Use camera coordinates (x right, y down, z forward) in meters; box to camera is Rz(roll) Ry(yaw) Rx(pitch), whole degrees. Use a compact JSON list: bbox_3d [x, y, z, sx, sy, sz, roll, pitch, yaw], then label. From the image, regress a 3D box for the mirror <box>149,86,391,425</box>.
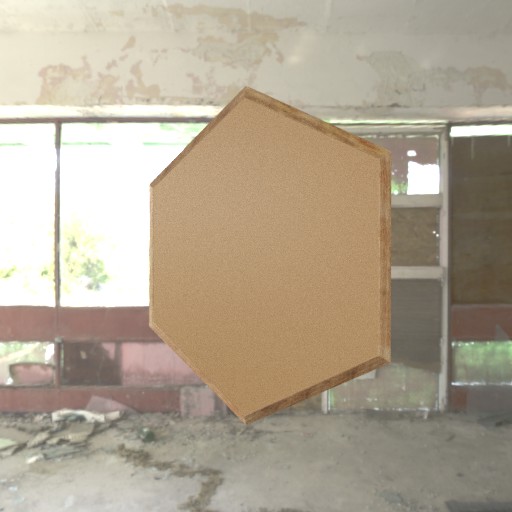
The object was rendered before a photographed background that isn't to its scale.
[{"bbox_3d":[0.000,0.000,1.049,0.675,0.779,0.091,1,1,36],"label":"mirror"}]
